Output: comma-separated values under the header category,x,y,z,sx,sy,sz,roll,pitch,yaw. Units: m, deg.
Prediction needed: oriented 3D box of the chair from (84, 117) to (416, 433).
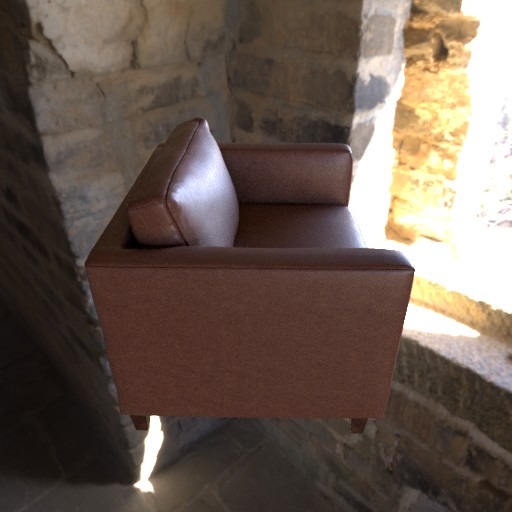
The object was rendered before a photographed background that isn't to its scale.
category,x,y,z,sx,sy,sz,roll,pitch,yaw
chair,0.000,0.000,1.812,0.959,0.917,1.107,1,32,1
